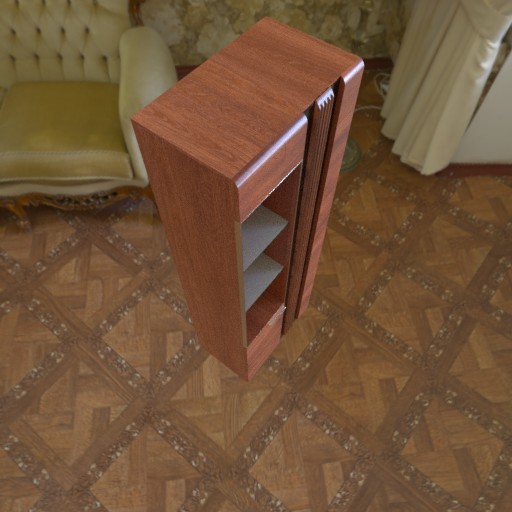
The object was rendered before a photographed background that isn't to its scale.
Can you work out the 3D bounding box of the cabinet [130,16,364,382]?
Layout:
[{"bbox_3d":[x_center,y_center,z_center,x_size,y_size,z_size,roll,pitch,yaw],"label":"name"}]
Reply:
[{"bbox_3d":[0.000,0.000,2.208,0.420,1.980,0.660,33,64,19],"label":"cabinet"}]
